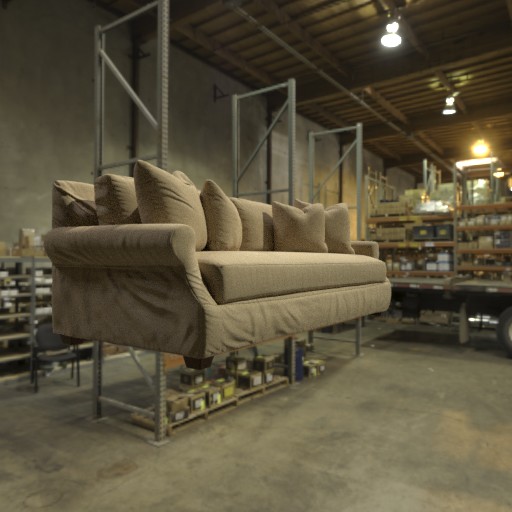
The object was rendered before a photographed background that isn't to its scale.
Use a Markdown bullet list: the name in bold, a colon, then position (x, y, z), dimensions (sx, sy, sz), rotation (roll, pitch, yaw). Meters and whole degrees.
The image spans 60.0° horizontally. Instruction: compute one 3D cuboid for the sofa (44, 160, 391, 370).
- **sofa**: position (0.000, 0.000, 2.833), dimensions (1.067, 0.904, 2.285), rotation (0, -1, 35)
